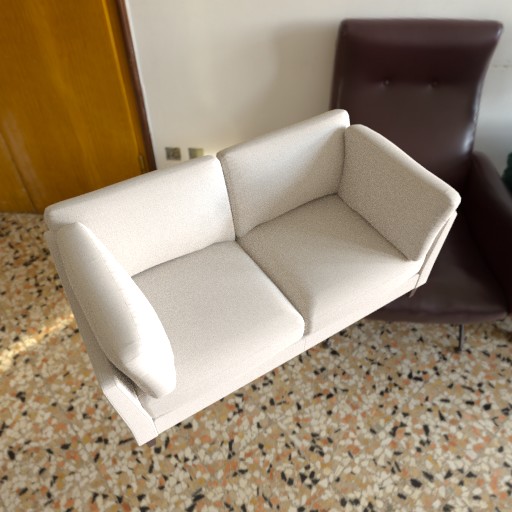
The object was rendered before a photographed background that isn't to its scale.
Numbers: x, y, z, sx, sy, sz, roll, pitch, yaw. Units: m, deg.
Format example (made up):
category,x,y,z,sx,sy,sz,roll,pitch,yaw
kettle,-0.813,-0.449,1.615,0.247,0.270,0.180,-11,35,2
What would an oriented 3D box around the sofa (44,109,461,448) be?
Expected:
category,x,y,z,sx,sy,sz,roll,pitch,yaw
sofa,0.000,0.000,2.228,1.776,0.836,0.970,-24,50,-22
